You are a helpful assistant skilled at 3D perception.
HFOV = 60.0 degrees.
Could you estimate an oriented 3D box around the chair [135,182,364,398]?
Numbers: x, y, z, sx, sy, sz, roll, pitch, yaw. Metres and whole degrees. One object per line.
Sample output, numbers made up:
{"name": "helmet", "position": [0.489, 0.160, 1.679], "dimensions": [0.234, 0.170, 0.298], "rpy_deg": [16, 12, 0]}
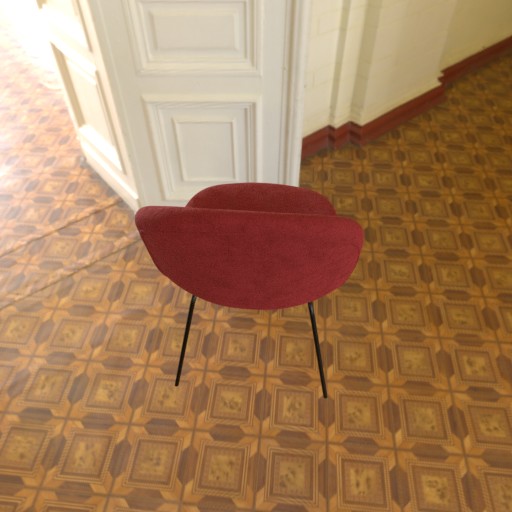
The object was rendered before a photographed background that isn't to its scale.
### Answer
{"name": "chair", "position": [0.000, 0.000, 1.148], "dimensions": [0.458, 0.791, 0.587], "rpy_deg": [4, 47, 3]}
